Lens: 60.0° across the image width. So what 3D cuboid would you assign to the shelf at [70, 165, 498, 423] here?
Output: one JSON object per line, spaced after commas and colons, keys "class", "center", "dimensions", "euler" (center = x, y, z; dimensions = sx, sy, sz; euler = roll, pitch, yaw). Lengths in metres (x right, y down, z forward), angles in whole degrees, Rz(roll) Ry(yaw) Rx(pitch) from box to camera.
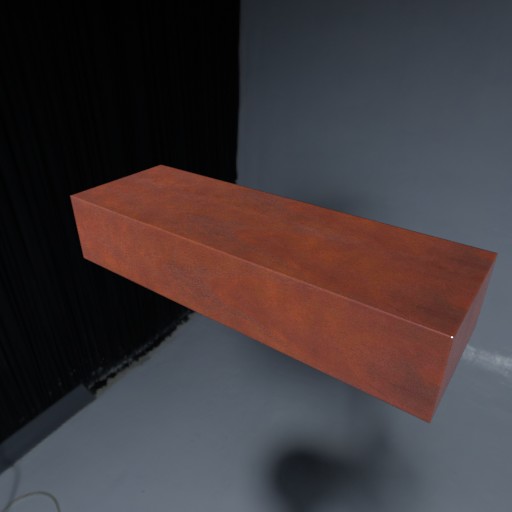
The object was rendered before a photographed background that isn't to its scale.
{"class": "shelf", "center": [0.000, 0.000, 0.506], "dimensions": [0.457, 0.088, 0.152], "euler": [20, 35, 31]}
